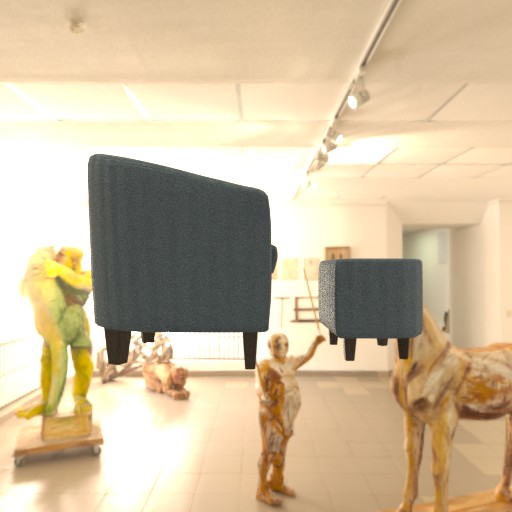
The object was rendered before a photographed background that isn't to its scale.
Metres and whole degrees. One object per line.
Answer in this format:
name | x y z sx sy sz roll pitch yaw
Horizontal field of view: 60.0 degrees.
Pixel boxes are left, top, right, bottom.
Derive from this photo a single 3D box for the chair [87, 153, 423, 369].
chair | 0.000 0.000 1.762 1.288 0.757 0.756 0 -1 0
